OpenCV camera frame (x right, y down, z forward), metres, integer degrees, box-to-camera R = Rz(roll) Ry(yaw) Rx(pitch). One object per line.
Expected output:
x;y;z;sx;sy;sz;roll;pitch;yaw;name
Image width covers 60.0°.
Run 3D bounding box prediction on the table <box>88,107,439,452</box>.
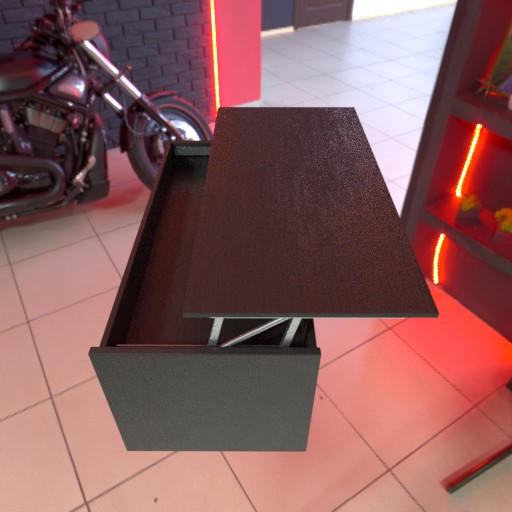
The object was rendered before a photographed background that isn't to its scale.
0.000;0.000;1.419;0.712;0.570;1.000;0;41;0;table
